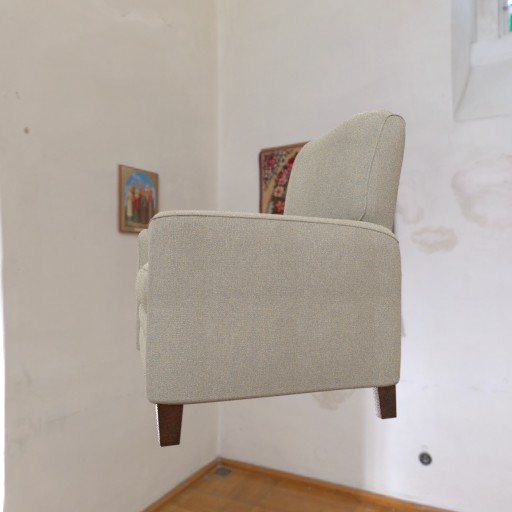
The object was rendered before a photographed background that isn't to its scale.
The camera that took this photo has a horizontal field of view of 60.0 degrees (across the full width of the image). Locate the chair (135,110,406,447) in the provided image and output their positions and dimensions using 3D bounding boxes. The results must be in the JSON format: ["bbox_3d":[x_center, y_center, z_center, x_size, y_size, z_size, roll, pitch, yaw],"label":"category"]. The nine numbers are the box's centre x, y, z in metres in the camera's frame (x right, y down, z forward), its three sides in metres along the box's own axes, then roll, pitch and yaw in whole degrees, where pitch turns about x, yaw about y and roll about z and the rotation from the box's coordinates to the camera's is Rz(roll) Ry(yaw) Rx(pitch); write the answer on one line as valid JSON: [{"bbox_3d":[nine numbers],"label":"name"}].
[{"bbox_3d":[0.000,0.000,1.628,0.853,1.006,0.850,0,0,-17],"label":"chair"}]
